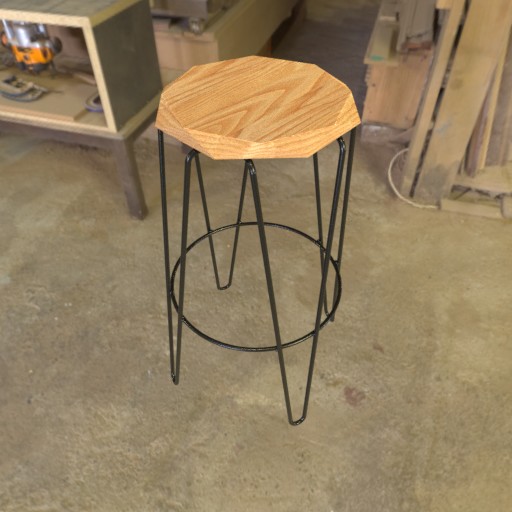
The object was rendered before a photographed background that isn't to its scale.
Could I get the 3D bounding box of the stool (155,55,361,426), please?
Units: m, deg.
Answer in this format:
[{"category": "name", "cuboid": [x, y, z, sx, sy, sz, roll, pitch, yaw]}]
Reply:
[{"category": "stool", "cuboid": [0.000, 0.000, 0.803, 0.326, 0.610, 0.326, 15, 47, 14]}]
